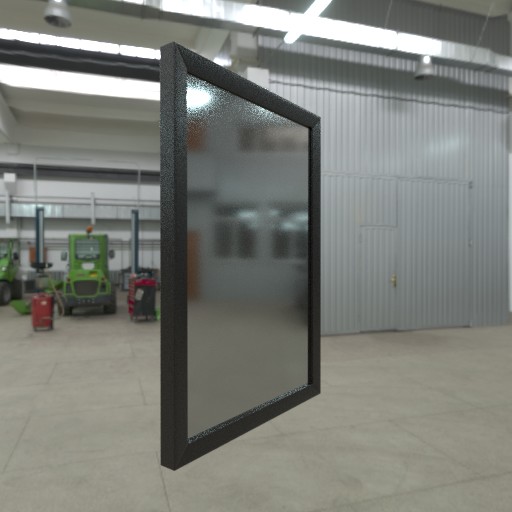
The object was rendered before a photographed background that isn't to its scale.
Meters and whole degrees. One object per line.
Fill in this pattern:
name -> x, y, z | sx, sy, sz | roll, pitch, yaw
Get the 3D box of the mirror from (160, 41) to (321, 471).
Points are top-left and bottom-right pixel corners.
mirror -> 0.000, 0.000, 0.947 | 0.040, 0.710, 0.507 | 0, 0, 37
